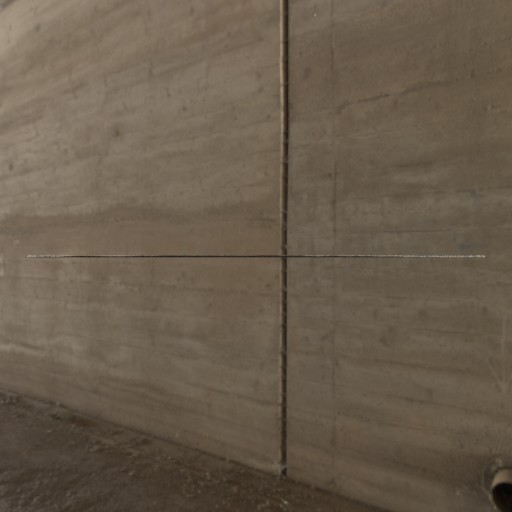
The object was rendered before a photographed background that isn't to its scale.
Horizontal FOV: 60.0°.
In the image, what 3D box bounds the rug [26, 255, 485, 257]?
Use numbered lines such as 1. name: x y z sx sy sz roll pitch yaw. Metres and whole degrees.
1. rug: 0.000 0.000 4.157 3.049 0.015 2.457 0 0 0
